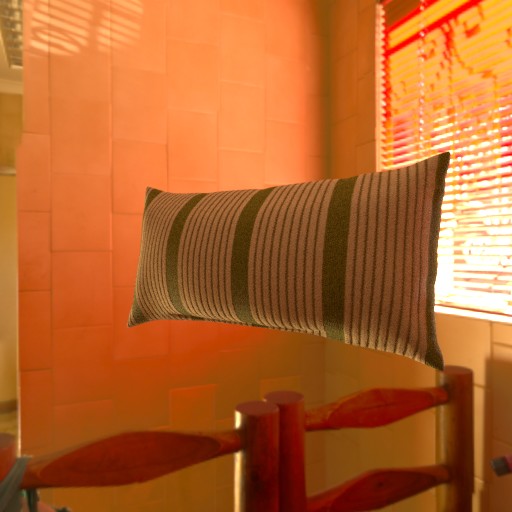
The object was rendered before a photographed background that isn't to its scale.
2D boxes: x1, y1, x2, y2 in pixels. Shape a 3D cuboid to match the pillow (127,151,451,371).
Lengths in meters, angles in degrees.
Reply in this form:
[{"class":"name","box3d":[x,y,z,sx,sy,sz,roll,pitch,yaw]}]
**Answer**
[{"class":"pillow","box3d":[0.000,0.000,0.748,0.608,0.292,0.156,0,0,35]}]
